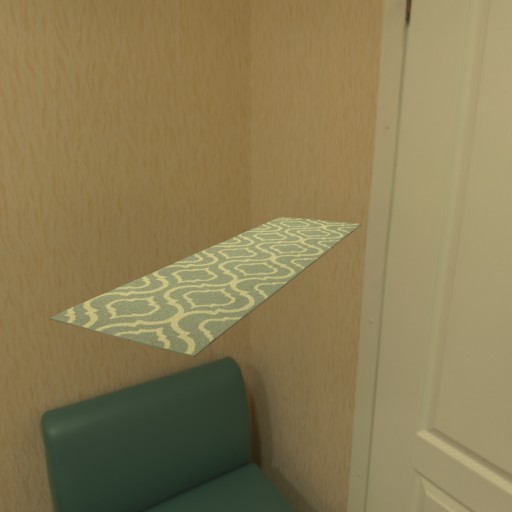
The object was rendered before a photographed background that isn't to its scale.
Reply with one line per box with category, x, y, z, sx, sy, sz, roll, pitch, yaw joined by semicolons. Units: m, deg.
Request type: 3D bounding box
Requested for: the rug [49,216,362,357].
rug;0.000;0.000;2.557;0.684;0.009;2.275;8;18;25
